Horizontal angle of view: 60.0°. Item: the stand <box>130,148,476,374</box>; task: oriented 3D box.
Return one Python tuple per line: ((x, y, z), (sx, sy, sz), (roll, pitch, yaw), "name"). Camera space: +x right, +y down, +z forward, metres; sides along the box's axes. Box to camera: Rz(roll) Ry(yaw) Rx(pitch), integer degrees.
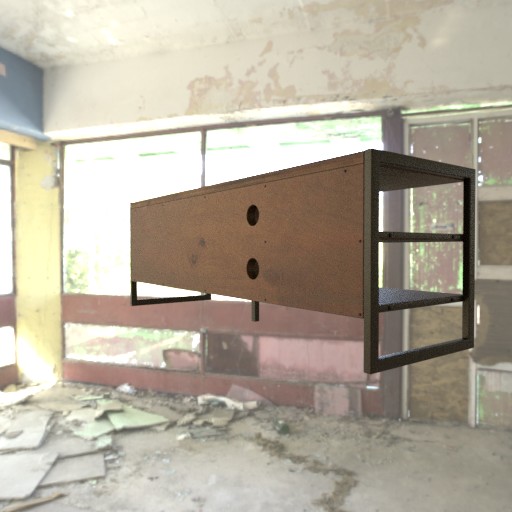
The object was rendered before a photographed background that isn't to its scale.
((0.000, 0.000, 1.717), (0.454, 0.506, 1.480), (-1, 1, -36), "stand")
